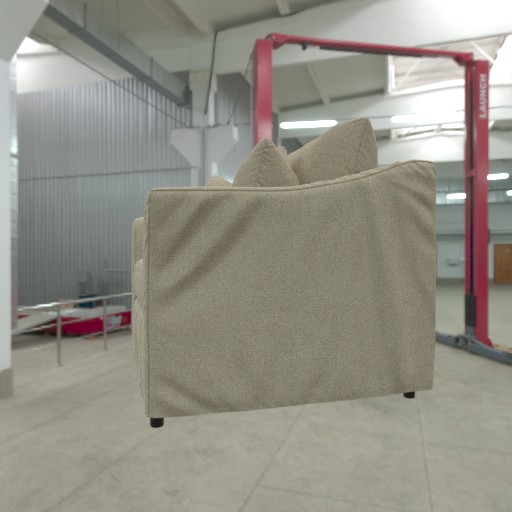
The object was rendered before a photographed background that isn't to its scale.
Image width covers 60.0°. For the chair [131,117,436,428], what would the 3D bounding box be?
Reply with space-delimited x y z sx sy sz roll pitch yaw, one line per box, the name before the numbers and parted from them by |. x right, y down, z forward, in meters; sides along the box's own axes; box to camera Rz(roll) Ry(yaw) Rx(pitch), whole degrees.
chair | 0.000 0.000 2.039 1.071 1.093 1.194 0 0 -18
